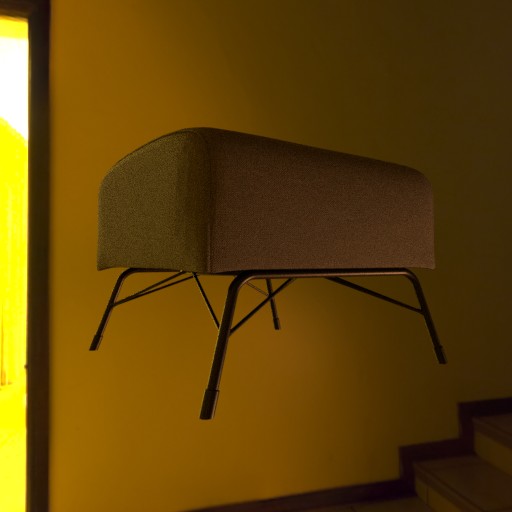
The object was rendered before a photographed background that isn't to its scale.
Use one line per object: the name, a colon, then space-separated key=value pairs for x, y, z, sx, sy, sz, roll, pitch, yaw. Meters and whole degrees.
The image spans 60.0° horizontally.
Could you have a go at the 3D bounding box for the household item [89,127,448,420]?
household item: x=0.000 y=0.000 z=0.910 sx=0.530 sy=0.410 sz=0.530 roll=0 pitch=-1 yaw=-35
